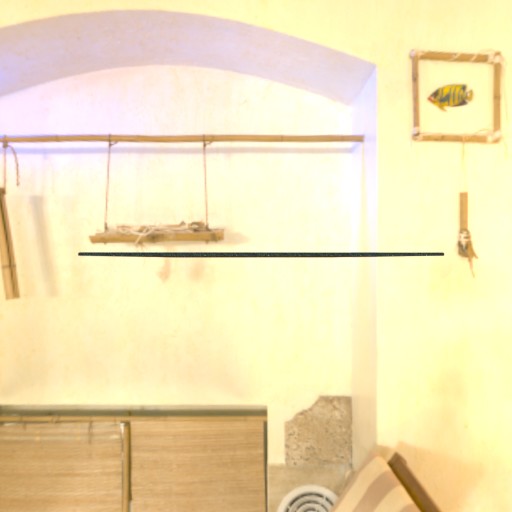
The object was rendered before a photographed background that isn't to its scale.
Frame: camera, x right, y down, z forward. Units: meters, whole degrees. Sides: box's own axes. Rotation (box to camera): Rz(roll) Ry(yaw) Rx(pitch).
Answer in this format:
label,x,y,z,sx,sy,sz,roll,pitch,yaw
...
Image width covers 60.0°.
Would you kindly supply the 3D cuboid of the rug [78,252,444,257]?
label,x,y,z,sx,sy,sz,roll,pitch,yaw
rug,0.000,0.000,3.041,1.530,0.015,2.449,0,0,-2
